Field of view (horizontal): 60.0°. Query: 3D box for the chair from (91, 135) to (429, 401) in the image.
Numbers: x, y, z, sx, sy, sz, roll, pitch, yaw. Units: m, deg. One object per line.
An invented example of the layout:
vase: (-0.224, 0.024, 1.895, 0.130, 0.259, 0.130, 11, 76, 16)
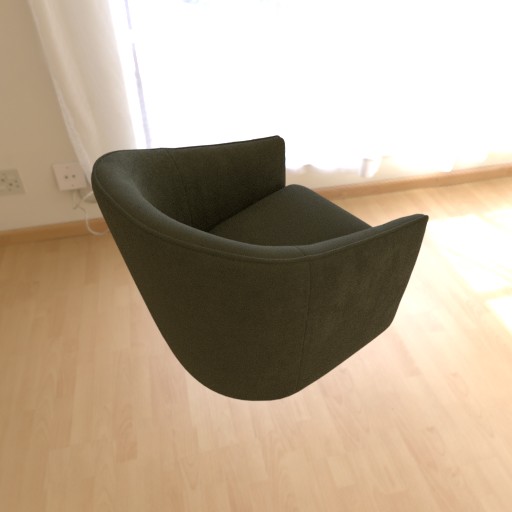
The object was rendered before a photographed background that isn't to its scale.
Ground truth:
chair: (0.000, 0.000, 1.475, 0.875, 0.799, 0.747, -27, 48, -28)
